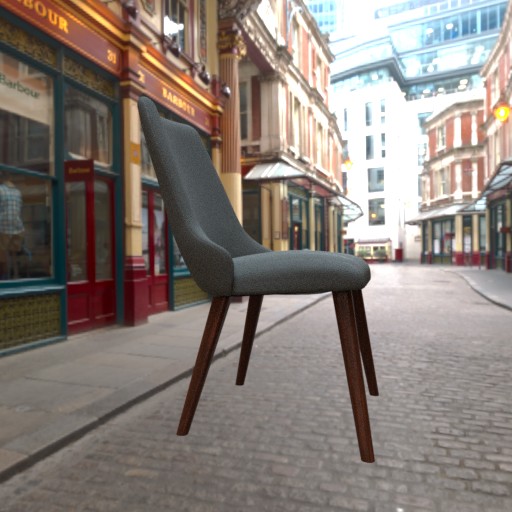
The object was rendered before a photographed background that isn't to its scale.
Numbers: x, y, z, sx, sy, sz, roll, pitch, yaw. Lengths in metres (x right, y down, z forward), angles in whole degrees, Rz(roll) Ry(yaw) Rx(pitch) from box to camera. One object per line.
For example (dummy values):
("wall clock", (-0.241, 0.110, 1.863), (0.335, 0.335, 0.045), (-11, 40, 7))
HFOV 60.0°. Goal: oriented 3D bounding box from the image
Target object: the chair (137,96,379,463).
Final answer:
("chair", (0.000, 0.000, 1.327), (0.707, 0.918, 0.535), (0, 0, 17))
